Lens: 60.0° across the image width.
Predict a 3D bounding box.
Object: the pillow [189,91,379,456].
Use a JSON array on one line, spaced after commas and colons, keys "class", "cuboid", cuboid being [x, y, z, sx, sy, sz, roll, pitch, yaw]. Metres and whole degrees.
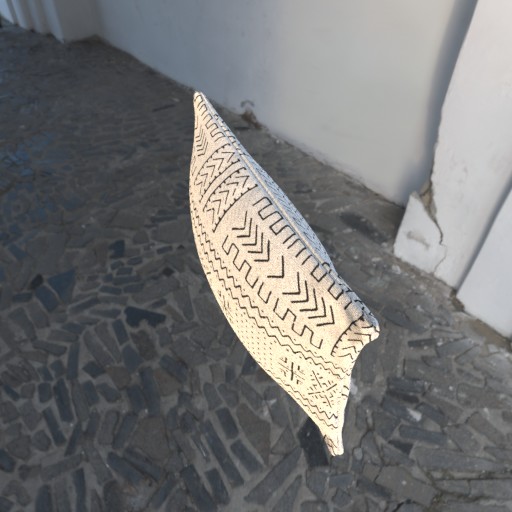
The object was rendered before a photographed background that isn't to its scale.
[{"class": "pillow", "cuboid": [0.000, 0.000, 0.799, 0.188, 0.352, 0.637, -17, 48, -16]}]
